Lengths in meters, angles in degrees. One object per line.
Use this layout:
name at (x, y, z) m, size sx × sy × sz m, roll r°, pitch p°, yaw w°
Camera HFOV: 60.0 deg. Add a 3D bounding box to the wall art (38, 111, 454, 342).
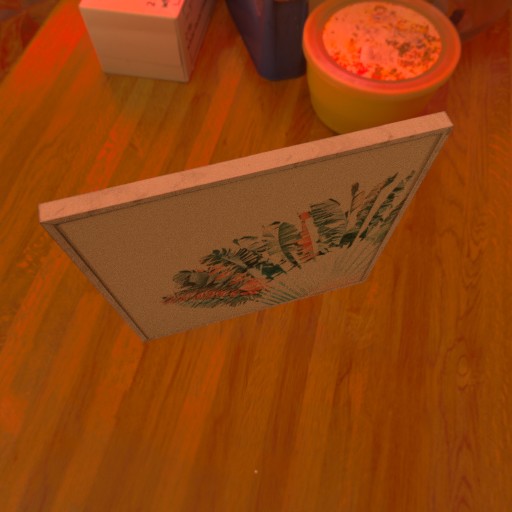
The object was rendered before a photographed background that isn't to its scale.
wall art at (0.000, 0.000, 1.131) m, size 0.760 × 0.757 × 0.038 m, roll -14°, pitch 65°, yaw -7°
